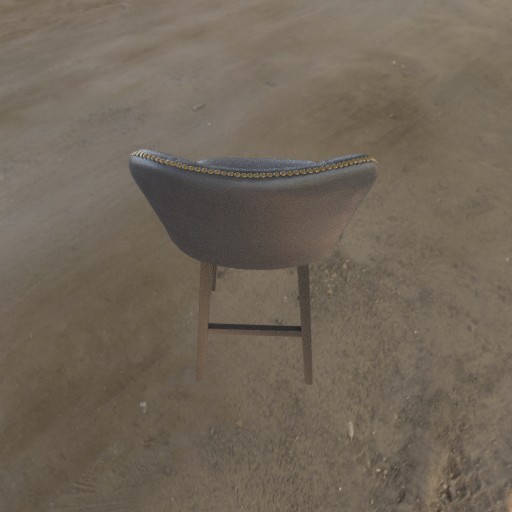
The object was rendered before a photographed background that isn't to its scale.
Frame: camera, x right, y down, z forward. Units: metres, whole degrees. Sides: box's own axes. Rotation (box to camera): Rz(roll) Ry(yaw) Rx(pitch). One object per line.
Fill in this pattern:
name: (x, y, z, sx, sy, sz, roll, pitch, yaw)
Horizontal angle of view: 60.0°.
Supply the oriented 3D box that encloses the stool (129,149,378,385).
stool: (0.000, 0.000, 1.399, 0.528, 1.050, 0.601, 2, 47, 2)
